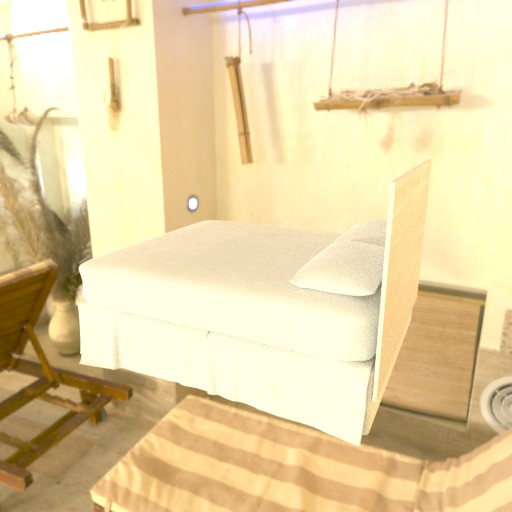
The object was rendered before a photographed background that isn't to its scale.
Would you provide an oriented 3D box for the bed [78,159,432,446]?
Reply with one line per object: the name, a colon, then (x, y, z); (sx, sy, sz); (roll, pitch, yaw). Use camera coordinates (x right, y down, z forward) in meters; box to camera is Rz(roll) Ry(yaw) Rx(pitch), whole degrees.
bed: (0.000, 0.000, 3.204); (2.094, 1.335, 1.745); (8, 18, 25)
